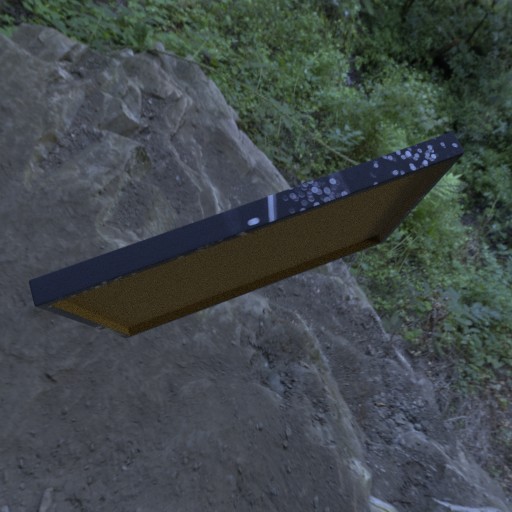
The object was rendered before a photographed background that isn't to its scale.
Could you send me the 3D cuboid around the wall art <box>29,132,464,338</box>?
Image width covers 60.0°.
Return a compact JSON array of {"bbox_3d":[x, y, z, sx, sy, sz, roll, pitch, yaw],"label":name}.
[{"bbox_3d":[0.000,0.000,0.785,0.609,0.406,0.037,-20,75,-6],"label":"wall art"}]
